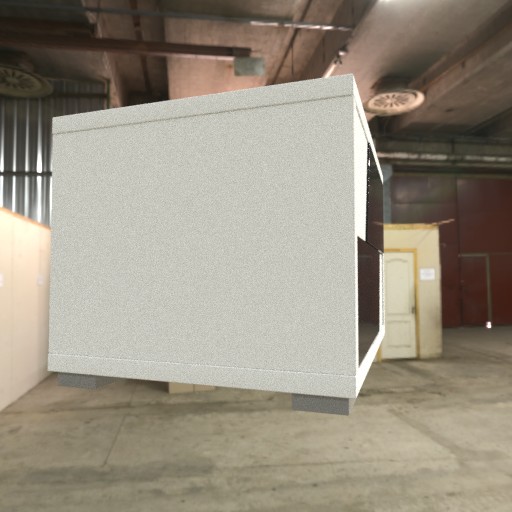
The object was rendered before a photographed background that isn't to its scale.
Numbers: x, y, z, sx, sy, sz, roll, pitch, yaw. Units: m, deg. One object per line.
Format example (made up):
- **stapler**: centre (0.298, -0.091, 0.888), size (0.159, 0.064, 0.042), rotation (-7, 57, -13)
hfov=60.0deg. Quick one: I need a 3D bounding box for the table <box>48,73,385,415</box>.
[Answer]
- **table**: centre (0.000, 0.000, 0.765), size (0.399, 0.357, 0.517), rotation (-1, -3, 19)
